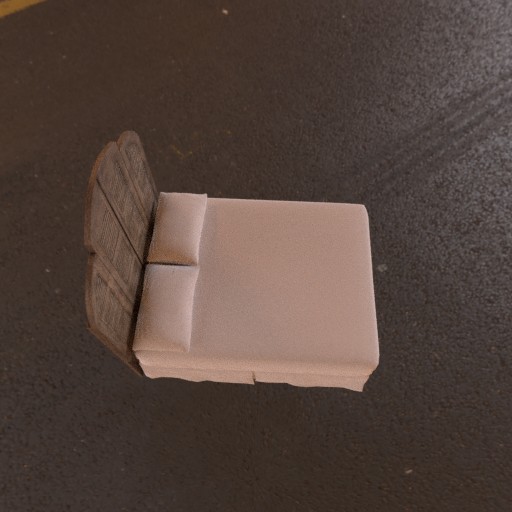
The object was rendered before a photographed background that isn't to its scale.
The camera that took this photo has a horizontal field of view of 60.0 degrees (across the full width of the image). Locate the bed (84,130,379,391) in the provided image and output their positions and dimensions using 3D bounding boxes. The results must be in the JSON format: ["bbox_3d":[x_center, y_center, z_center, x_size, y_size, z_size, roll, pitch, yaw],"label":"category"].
[{"bbox_3d":[0.000,0.000,3.619,2.138,2.019,1.713,2,63,1],"label":"bed"}]
